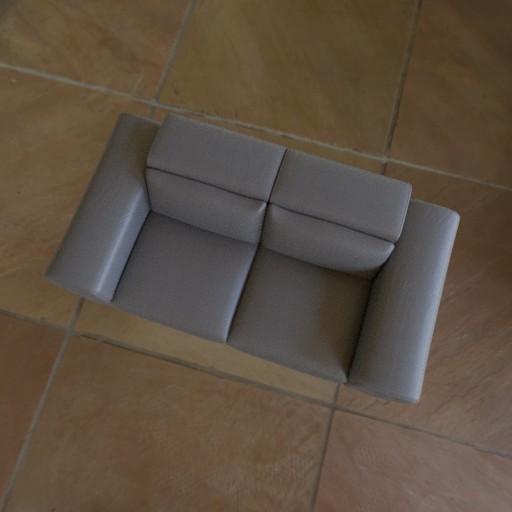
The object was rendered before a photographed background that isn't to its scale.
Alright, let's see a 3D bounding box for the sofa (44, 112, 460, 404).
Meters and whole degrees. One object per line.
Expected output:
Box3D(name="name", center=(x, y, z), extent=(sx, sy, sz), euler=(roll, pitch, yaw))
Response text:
Box3D(name="sofa", center=(0.000, 0.000, 2.439), extent=(1.930, 0.753, 1.024), euler=(18, 75, 5))
